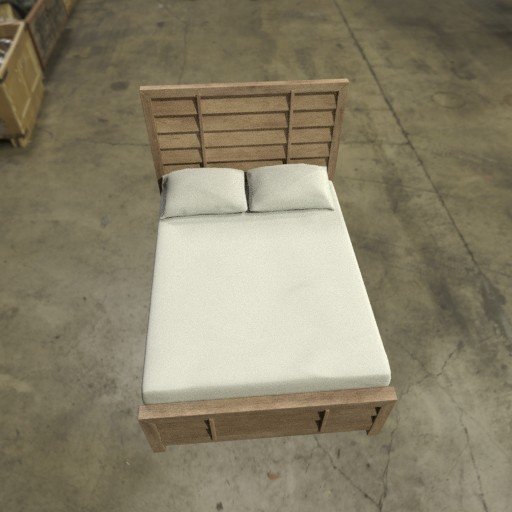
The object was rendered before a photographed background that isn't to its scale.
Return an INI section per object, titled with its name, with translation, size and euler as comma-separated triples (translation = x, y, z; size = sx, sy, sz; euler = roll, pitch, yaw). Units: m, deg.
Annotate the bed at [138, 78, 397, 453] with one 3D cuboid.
[bed]
translation = 0.000, 0.000, 3.316
size = 1.626, 1.626, 2.197
euler = -3, 48, -3
